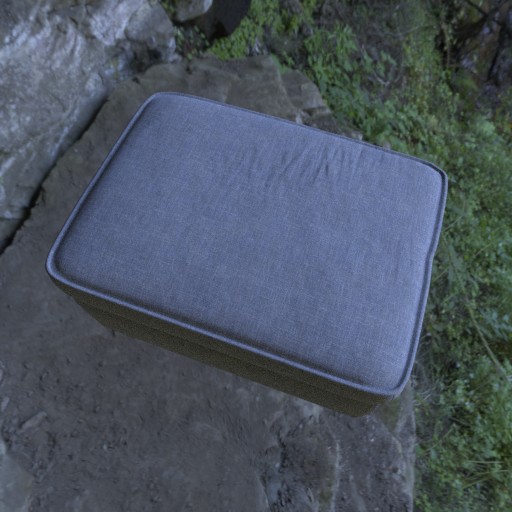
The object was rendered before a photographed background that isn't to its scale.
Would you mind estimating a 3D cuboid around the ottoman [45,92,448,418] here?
[{"bbox_3d":[0.000,0.000,1.110,0.762,0.457,0.559,18,65,9],"label":"ottoman"}]
